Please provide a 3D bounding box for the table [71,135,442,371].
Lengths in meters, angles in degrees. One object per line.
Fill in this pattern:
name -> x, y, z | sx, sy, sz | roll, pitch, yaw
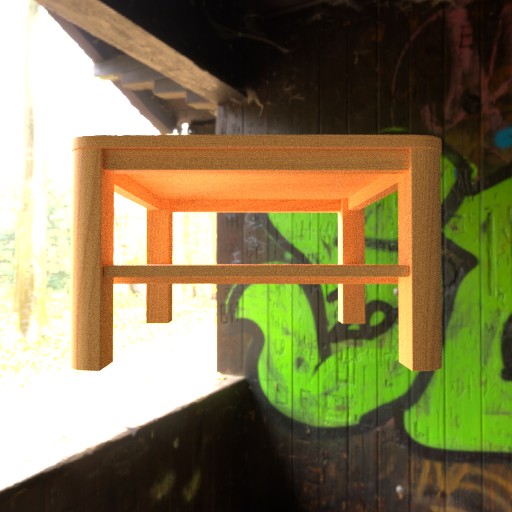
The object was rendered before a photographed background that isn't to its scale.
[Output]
table -> 0.000, 0.000, 1.215 | 0.750, 0.450, 0.750 | 0, -1, 0
